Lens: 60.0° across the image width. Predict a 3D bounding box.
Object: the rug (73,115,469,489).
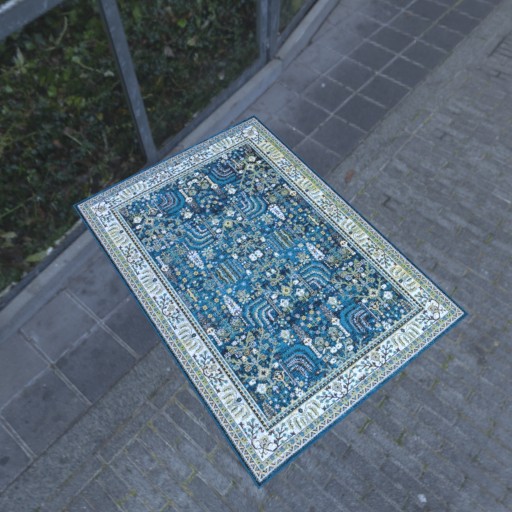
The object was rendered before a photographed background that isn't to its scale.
[{"bbox_3d":[0.000,0.000,2.920,1.594,0.013,2.213,-32,63,-18],"label":"rug"}]
